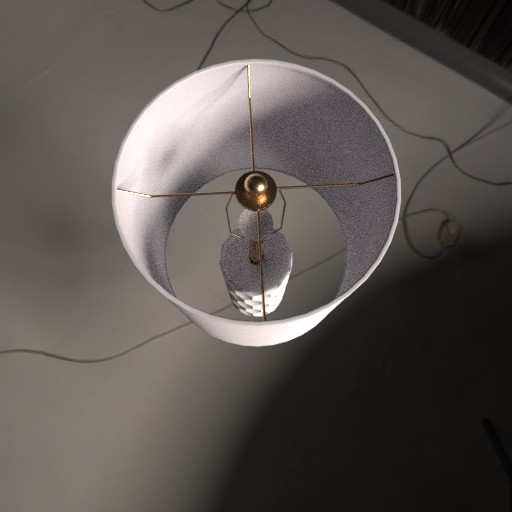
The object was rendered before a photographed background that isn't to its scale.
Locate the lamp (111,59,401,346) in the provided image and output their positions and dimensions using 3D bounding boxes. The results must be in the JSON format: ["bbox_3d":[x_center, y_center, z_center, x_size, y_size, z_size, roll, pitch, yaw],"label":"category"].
[{"bbox_3d":[0.000,0.000,0.682,0.277,0.537,0.277,34,77,9],"label":"lamp"}]
